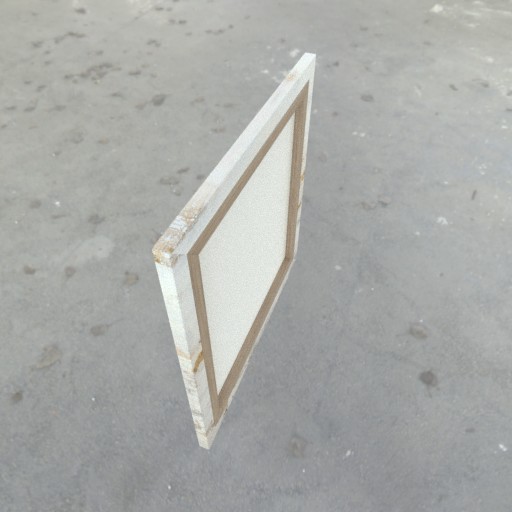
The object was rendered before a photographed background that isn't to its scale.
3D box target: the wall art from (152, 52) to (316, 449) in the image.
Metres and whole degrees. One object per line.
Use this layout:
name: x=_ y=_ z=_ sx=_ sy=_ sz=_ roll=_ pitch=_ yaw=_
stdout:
wall art: x=0.000 y=0.000 z=1.556 sx=0.040 sy=1.018 sz=1.015 roll=16 pitch=48 yaw=15
